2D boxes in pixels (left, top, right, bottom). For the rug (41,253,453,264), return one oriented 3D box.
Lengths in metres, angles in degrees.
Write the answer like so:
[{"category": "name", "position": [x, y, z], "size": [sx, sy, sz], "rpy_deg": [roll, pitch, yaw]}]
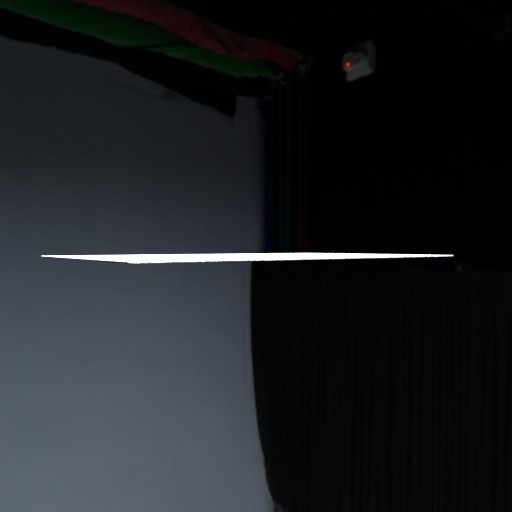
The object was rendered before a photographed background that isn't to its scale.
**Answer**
[{"category": "rug", "position": [0.000, 0.000, 3.078], "size": [2.442, 0.010, 1.546], "rpy_deg": [-1, 1, -38]}]
